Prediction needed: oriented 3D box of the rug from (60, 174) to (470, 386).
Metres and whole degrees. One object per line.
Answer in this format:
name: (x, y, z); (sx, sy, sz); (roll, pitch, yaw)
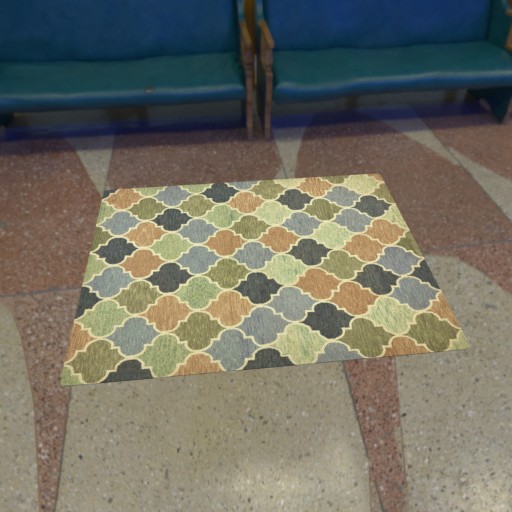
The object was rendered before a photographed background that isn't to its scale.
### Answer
rug: (0.000, 0.000, 4.278); (3.200, 0.013, 2.439); (-4, 45, -4)
